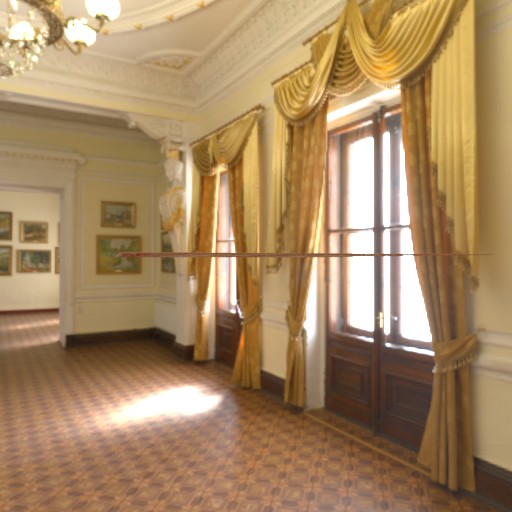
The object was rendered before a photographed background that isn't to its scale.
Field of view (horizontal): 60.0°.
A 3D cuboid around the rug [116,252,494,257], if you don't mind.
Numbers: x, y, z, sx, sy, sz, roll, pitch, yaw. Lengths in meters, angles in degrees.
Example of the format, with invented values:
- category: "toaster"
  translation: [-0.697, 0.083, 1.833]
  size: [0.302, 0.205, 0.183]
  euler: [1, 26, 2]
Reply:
- category: "rug"
  translation: [0.000, 0.000, 4.108]
  size: [2.460, 0.005, 3.067]
  euler: [0, -1, -18]
